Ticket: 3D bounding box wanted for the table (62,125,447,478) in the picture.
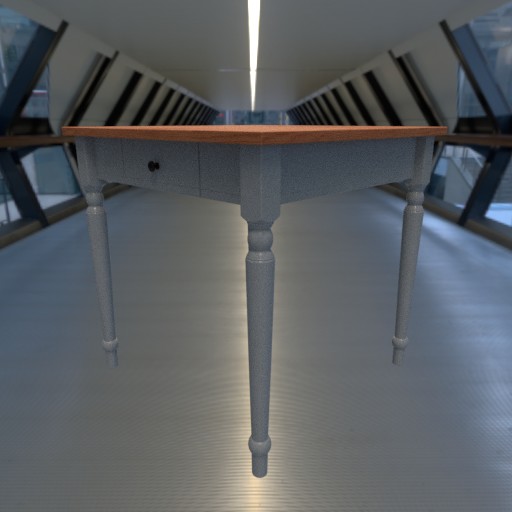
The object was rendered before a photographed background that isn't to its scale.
[{"bbox_3d":[0.000,0.000,1.320,0.747,0.738,0.747,16,23,42],"label":"table"}]
